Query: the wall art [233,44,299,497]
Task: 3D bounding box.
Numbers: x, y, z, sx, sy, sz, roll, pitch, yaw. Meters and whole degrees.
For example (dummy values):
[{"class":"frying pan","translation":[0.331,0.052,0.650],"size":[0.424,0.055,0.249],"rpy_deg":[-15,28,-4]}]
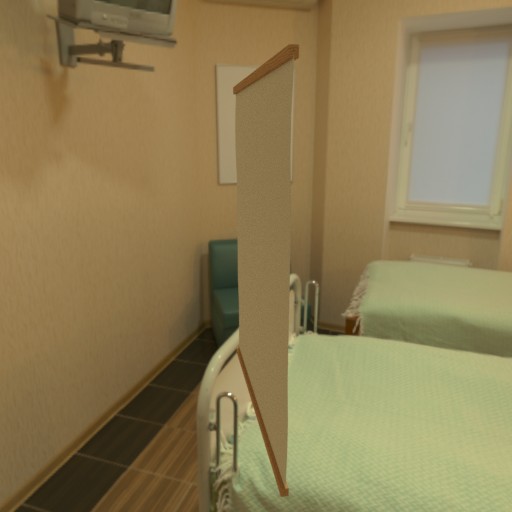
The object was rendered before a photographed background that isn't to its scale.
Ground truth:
[{"class":"wall art","translation":[0.000,0.000,0.785],"size":[0.011,0.605,0.458],"rpy_deg":[-3,15,-10]}]
